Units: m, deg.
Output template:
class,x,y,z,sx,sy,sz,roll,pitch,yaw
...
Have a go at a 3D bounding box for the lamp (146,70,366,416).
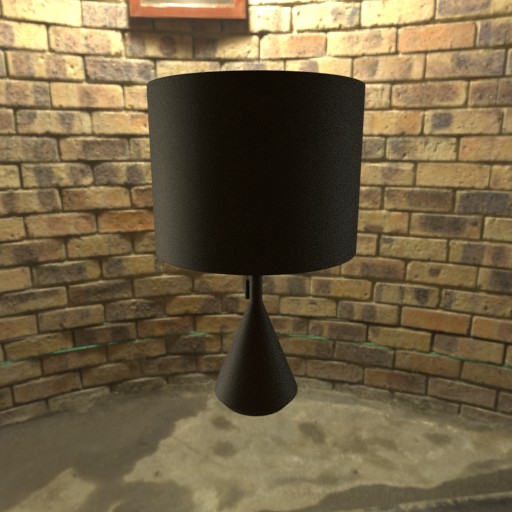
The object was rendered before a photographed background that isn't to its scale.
class,x,y,z,sx,sy,sz,roll,pitch,yaw
lamp,0.000,0.000,0.816,0.359,0.584,0.359,13,19,43
